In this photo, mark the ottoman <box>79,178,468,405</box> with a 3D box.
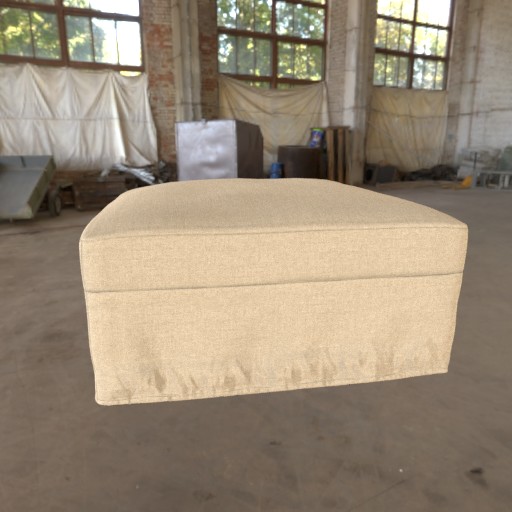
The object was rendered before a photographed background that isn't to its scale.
[{"bbox_3d":[0.000,0.000,1.332,0.843,0.436,0.840,-2,15,-9],"label":"ottoman"}]
